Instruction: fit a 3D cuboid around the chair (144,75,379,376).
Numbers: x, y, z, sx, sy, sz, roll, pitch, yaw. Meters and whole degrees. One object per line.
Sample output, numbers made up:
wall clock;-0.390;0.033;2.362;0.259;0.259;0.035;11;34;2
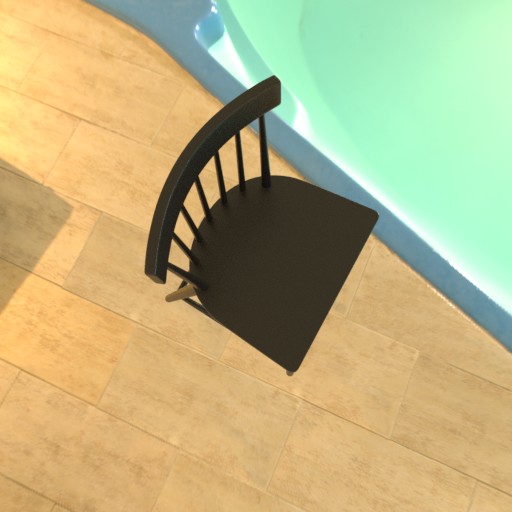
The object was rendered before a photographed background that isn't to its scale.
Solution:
chair;0.000;0.000;1.284;0.572;0.952;0.483;29;77;7
